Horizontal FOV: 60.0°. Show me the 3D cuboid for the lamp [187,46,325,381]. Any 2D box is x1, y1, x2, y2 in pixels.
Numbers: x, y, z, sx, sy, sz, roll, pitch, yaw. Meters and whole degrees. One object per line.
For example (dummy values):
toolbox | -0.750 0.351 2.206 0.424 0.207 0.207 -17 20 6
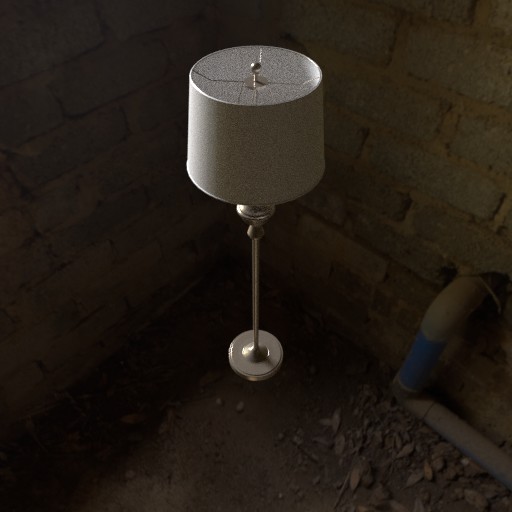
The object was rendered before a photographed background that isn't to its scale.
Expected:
lamp | 0.000 0.000 1.708 0.431 1.488 0.431 0 47 0
